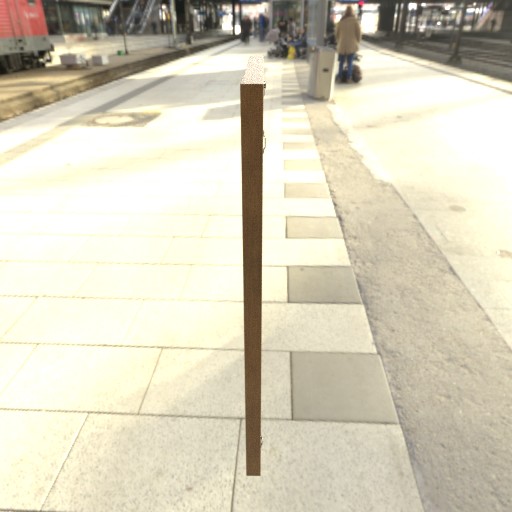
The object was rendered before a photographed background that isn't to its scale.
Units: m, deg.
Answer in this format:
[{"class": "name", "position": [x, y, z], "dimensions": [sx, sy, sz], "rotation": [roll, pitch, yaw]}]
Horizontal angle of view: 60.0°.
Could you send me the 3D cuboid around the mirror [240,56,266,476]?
[{"class": "mirror", "position": [0.000, 0.000, 1.156], "dimensions": [0.040, 0.915, 0.609], "rotation": [0, 28, 1]}]
